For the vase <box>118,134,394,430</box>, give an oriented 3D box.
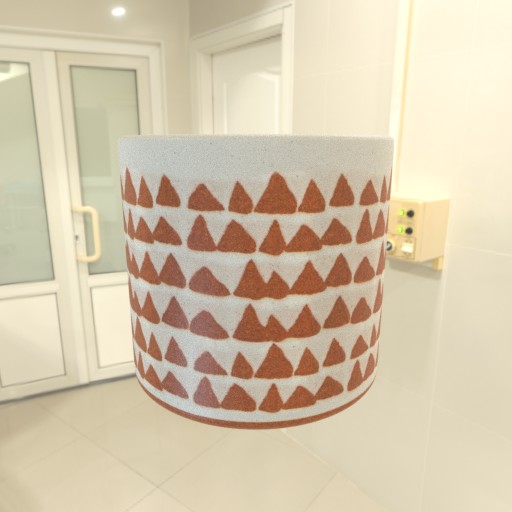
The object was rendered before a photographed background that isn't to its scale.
[{"bbox_3d":[0.000,0.000,0.244,0.137,0.127,0.137,0,14,0],"label":"vase"}]
